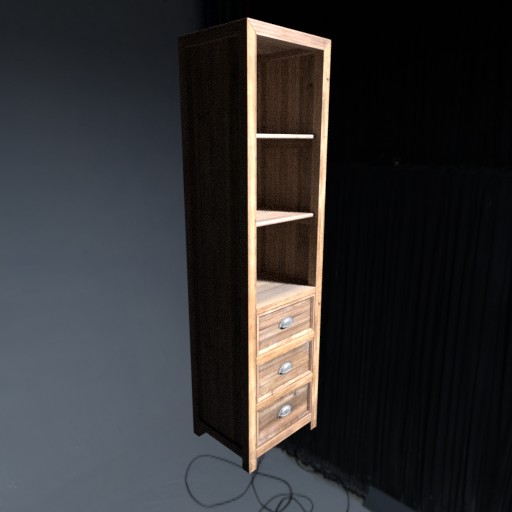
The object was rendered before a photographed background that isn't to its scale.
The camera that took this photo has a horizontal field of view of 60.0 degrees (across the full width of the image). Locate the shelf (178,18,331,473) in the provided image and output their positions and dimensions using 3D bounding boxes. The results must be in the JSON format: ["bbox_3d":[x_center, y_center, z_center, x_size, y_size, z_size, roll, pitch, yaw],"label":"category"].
[{"bbox_3d":[0.000,0.000,2.110,0.500,1.900,0.428,-14,20,-43],"label":"shelf"}]
